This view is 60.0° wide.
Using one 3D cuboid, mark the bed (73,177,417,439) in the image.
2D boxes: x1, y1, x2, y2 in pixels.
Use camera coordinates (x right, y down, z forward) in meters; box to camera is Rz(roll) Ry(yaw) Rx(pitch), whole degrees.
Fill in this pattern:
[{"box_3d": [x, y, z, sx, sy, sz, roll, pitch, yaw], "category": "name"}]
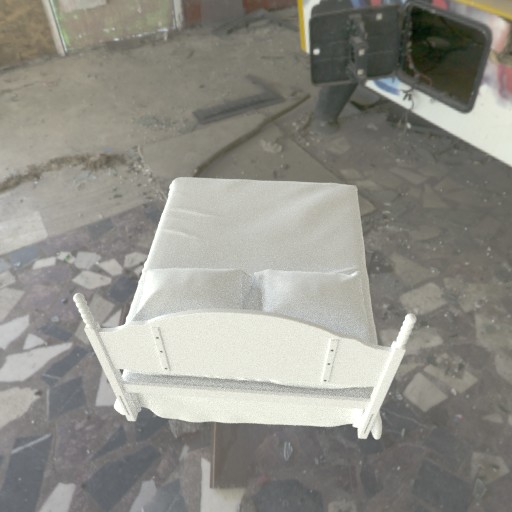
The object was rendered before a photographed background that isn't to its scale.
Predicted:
[{"box_3d": [0.000, 0.000, 3.274, 1.873, 1.356, 2.040, 3, 46, 3], "category": "bed"}]
